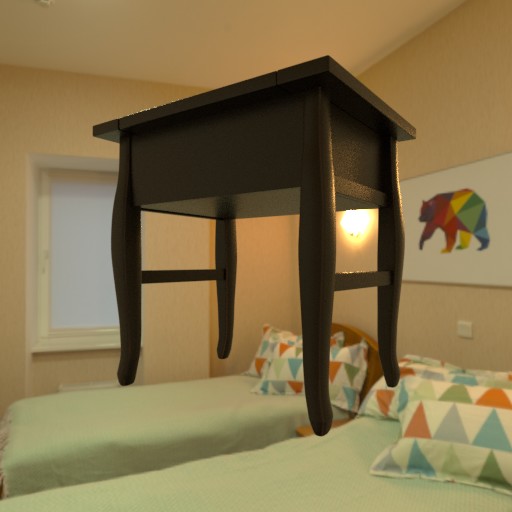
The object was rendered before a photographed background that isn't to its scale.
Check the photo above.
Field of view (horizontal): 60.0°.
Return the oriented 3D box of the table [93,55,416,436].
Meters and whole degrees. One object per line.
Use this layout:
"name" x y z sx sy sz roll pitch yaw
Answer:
"table" 0.000 0.000 1.031 0.602 0.604 0.460 -1 -1 36
